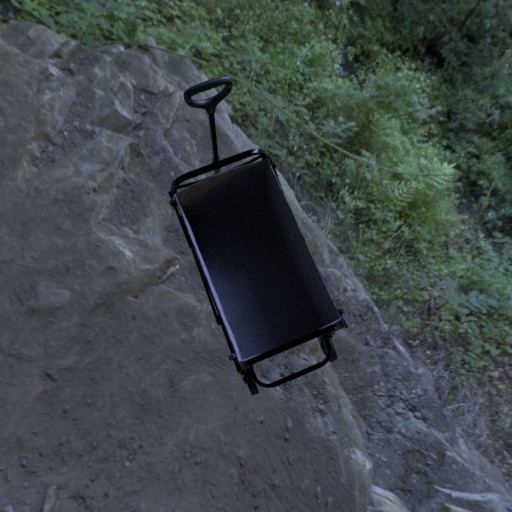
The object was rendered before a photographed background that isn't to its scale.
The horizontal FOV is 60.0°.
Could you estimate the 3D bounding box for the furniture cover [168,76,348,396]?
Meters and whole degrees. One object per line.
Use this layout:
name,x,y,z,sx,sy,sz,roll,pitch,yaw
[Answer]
furniture cover,0.000,0.000,1.816,0.532,1.295,1.038,-22,76,-6
